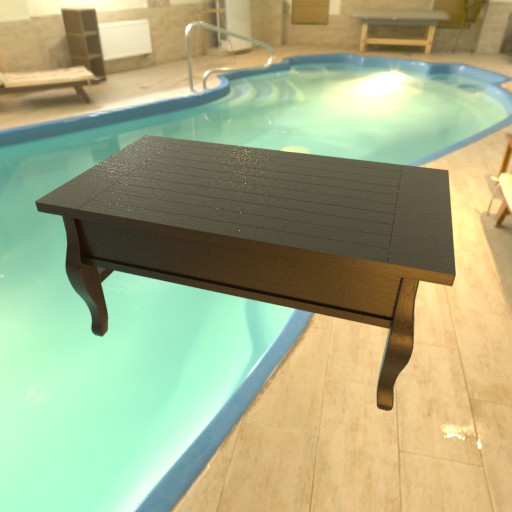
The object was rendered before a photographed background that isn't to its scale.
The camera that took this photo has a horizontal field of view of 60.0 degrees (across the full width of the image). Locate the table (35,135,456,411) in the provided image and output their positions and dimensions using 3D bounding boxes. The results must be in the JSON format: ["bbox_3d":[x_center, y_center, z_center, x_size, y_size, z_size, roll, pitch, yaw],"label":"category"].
[{"bbox_3d":[0.000,0.000,1.419,1.062,0.494,0.600,10,35,15],"label":"table"}]
